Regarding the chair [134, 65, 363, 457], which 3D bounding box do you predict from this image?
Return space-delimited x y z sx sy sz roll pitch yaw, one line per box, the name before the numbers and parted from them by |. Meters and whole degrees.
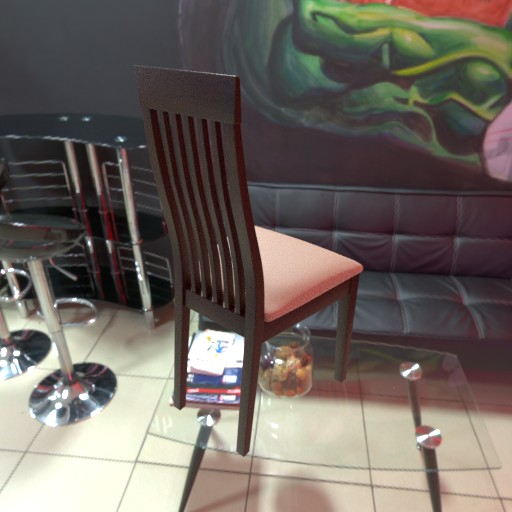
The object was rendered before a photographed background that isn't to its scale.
chair | 0.000 0.000 1.269 0.460 1.027 0.474 21 36 33
